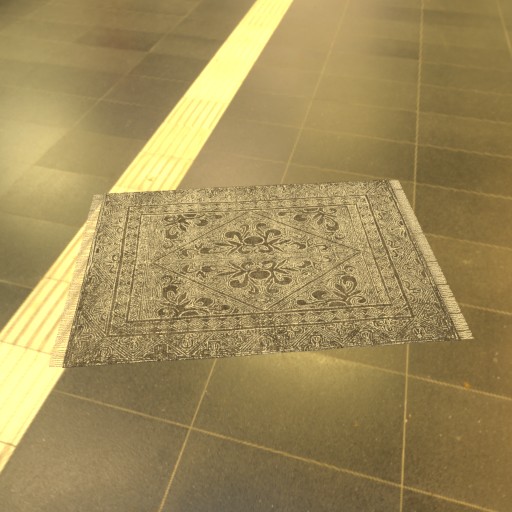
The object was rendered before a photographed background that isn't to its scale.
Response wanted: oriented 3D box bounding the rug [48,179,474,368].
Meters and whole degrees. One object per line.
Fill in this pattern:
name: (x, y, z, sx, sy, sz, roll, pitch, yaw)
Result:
rug: (0.000, 0.000, 3.040, 2.440, 0.010, 1.529, -3, 47, -3)
